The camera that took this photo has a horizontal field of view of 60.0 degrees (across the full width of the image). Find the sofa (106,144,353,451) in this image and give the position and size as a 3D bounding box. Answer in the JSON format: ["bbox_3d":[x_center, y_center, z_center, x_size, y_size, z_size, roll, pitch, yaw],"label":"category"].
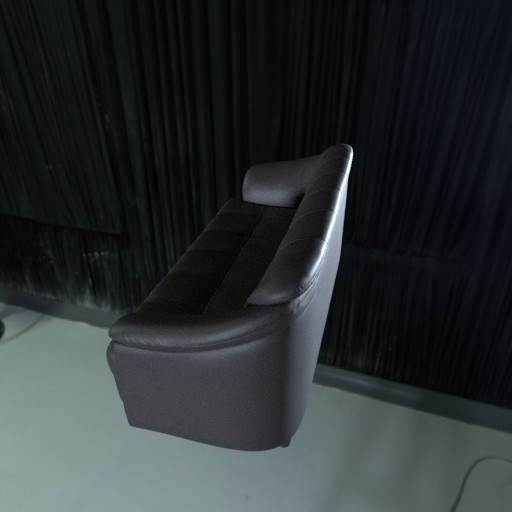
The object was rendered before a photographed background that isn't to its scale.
[{"bbox_3d":[0.000,0.000,2.249,0.800,0.811,1.829,8,31,13],"label":"sofa"}]
